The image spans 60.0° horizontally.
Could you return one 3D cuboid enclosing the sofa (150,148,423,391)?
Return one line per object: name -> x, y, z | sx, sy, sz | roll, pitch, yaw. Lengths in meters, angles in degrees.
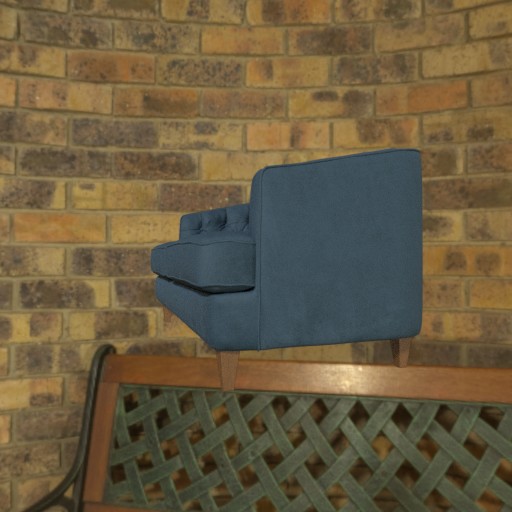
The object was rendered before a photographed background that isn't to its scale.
sofa -> 0.000, 0.000, 2.265 | 0.941, 0.854, 1.733 | 0, 0, -18
